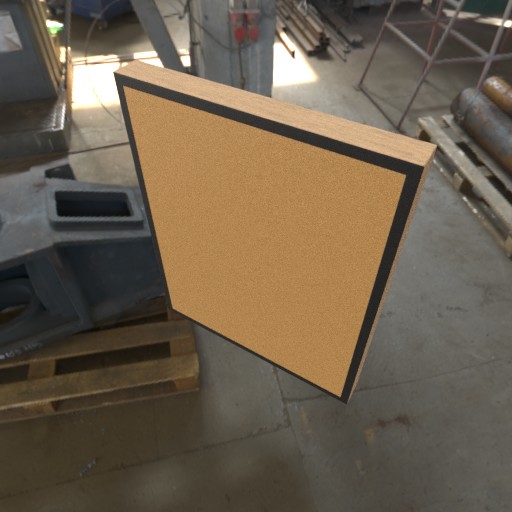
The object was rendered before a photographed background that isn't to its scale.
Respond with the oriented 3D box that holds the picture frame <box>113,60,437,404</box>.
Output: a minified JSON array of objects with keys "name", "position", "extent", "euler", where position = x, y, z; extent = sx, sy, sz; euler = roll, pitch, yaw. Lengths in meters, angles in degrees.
[{"name":"picture frame","position":[0.000,0.000,0.721],"extent":[0.421,0.526,0.046],"euler":[24,51,21]}]
